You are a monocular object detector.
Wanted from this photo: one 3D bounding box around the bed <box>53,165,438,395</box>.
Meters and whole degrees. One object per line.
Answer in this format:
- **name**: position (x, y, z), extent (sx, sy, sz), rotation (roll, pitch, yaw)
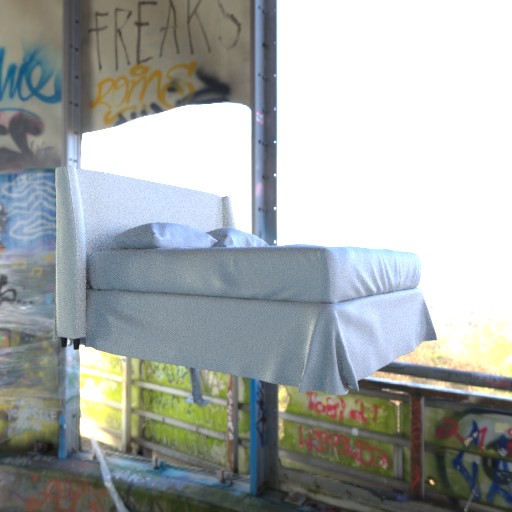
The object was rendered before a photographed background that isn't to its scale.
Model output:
- **bed**: position (0.000, 0.000, 3.353), extent (2.276, 1.332, 1.925), rotation (0, -1, 35)
